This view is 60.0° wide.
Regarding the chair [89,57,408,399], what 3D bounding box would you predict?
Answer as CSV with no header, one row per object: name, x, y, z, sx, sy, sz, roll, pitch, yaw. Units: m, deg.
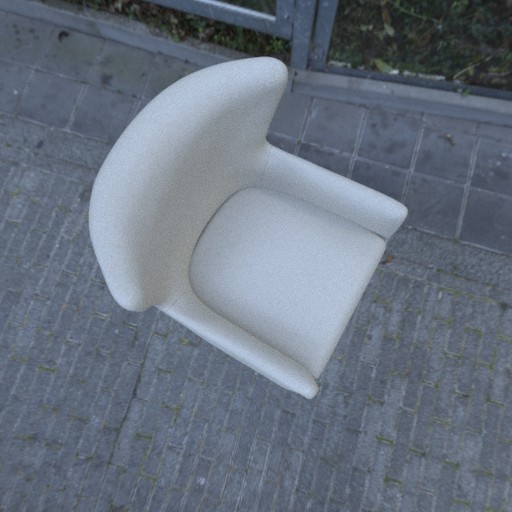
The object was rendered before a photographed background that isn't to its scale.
chair,0.000,0.000,1.386,0.686,0.952,0.660,29,77,7
